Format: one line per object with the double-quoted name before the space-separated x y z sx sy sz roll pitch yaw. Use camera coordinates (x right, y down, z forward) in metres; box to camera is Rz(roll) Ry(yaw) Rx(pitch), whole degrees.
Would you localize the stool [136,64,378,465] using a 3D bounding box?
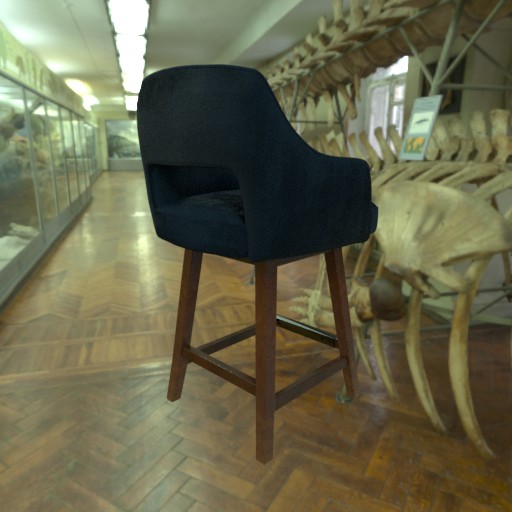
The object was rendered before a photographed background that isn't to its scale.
"stool" 0.000 0.000 1.261 0.550 0.940 0.560 14 20 43
